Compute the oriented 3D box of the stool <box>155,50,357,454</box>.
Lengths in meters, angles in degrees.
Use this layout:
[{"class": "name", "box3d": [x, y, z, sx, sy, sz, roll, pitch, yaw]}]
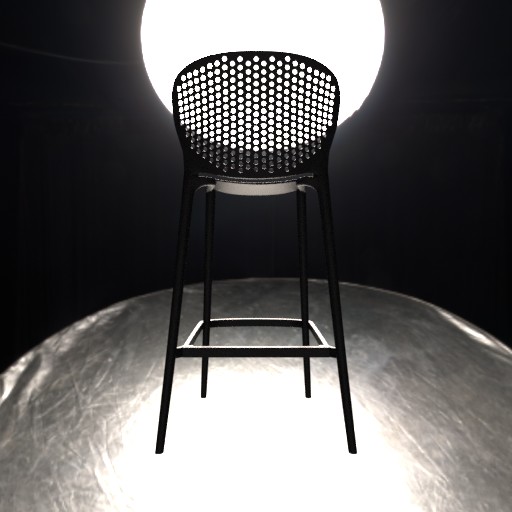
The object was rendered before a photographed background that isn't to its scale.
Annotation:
[{"class": "stool", "box3d": [0.000, 0.000, 1.386, 0.536, 1.045, 0.535, 0, 0, 0]}]
